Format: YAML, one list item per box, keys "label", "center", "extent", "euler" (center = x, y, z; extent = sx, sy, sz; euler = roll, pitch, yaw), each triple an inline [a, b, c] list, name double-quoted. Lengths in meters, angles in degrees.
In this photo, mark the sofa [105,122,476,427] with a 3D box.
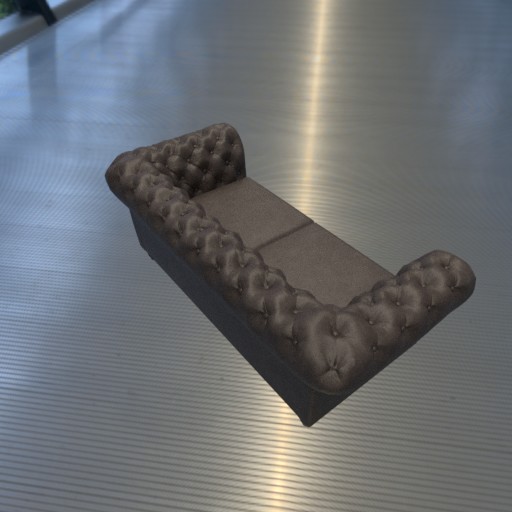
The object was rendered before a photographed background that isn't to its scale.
- label: "sofa"
  center: [0.000, 0.000, 2.542]
  extent: [0.944, 0.779, 2.048]
  euler: [-27, 47, -28]
